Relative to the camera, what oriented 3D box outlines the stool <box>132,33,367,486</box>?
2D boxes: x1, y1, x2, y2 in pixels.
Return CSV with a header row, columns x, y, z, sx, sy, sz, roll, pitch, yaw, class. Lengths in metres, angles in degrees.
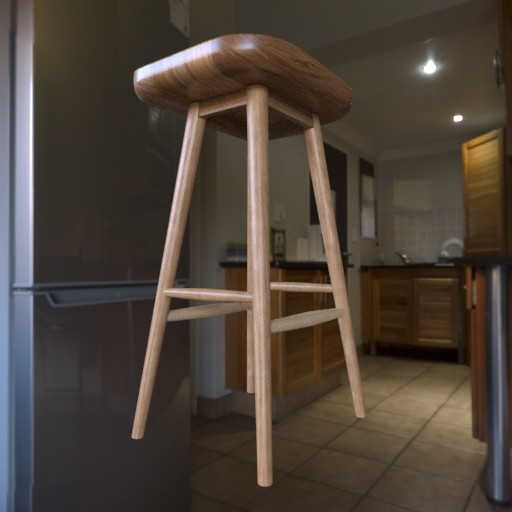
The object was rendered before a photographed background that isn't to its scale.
x,y,z,sx,sy,sz,roll,pitch,yaw,class
0.000,0.000,0.911,0.322,0.698,0.407,0,-1,36,stool
